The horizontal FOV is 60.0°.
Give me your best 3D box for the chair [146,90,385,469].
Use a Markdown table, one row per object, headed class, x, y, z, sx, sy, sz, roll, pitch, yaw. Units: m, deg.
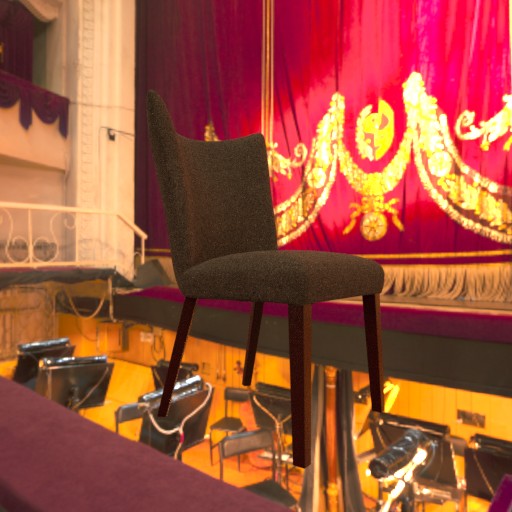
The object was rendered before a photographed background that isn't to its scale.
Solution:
| class | x | y | z | sx | sy | sz | roll | pitch | yaw |
| --- | --- | --- | --- | --- | --- | --- | --- | --- | --- |
| chair | 0.000 | 0.000 | 1.329 | 0.623 | 0.924 | 0.535 | 0 | -1 | 37 |
